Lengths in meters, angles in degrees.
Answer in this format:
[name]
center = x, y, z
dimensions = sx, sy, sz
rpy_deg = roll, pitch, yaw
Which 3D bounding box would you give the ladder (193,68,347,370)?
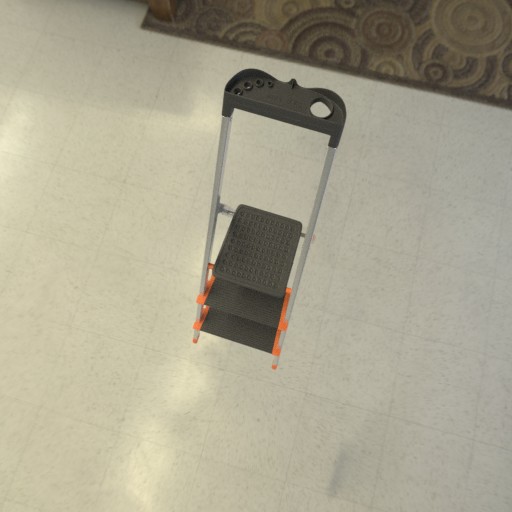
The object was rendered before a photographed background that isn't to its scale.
[ladder]
center = 0.000, 0.000, 1.569
dimensions = 0.416, 1.229, 0.686
rpy_deg = 17, 76, 4
